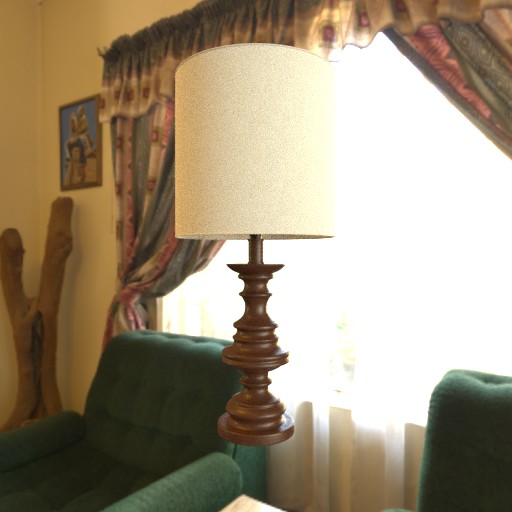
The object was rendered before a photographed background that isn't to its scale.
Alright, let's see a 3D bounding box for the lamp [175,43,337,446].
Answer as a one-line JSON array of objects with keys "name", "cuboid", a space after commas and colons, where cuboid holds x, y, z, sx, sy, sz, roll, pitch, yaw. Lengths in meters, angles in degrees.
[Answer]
[{"name": "lamp", "cuboid": [0.000, 0.000, 0.579, 0.208, 0.455, 0.208, 0, 0, 18]}]
